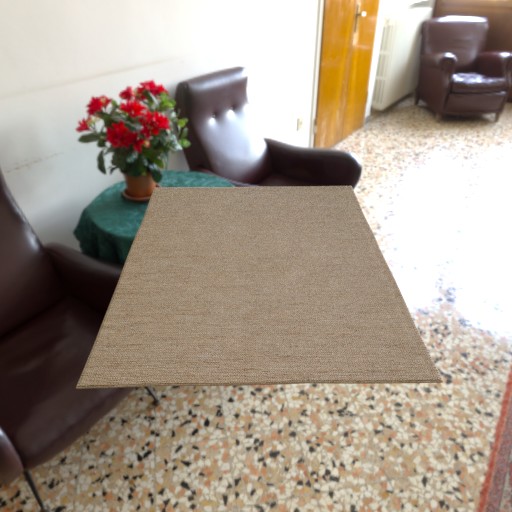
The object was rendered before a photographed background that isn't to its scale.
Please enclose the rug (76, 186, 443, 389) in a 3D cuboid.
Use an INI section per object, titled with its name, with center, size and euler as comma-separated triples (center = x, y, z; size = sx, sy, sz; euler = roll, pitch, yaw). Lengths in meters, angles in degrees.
[rug]
center = 0.000, 0.000, 4.155
size = 2.406, 0.012, 3.034
euler = -1, 34, -1
